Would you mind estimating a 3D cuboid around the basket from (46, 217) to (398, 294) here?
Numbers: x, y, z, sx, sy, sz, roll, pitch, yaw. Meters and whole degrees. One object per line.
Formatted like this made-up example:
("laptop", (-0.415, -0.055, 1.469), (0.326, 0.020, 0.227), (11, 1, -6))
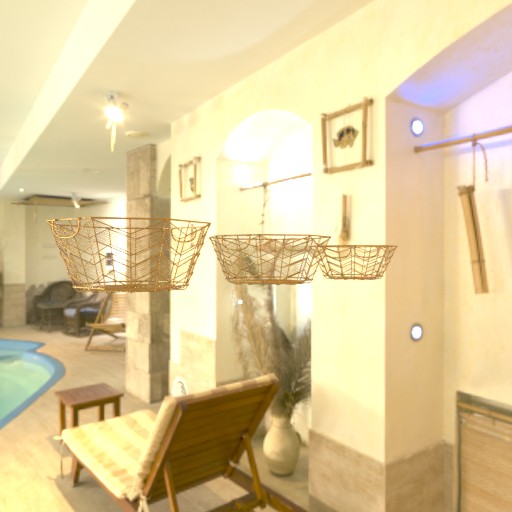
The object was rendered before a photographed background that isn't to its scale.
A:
("basket", (0.000, 0.000, 1.431), (1.245, 0.178, 0.432), (0, 0, -36))
